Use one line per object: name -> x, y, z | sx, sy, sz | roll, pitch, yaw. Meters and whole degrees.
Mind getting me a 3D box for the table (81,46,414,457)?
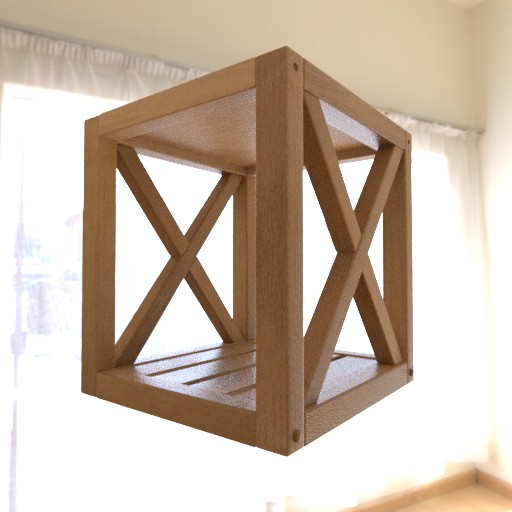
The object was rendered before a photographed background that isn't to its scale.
table -> 0.000, 0.000, 1.038 | 0.558, 0.610, 0.559 | -1, -2, 38
